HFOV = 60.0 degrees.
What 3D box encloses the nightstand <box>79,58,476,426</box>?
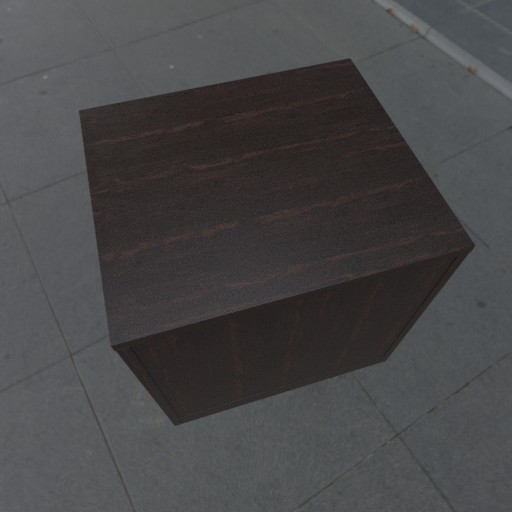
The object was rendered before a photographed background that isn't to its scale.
[{"bbox_3d":[0.000,0.000,0.873,0.489,0.487,0.427,-14,59,-9],"label":"nightstand"}]
